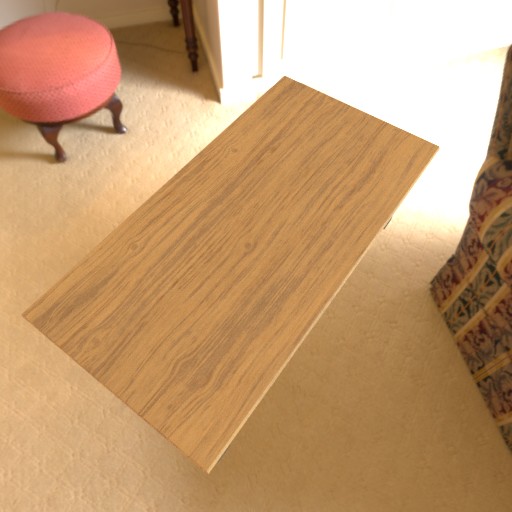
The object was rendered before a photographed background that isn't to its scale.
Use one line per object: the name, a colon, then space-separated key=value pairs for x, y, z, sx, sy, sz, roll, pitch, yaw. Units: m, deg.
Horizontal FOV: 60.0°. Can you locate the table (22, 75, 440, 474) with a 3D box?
table: x=0.000 y=0.000 z=1.625 sx=0.693 sy=0.445 sz=1.331 roll=32 pitch=64 yaw=18
